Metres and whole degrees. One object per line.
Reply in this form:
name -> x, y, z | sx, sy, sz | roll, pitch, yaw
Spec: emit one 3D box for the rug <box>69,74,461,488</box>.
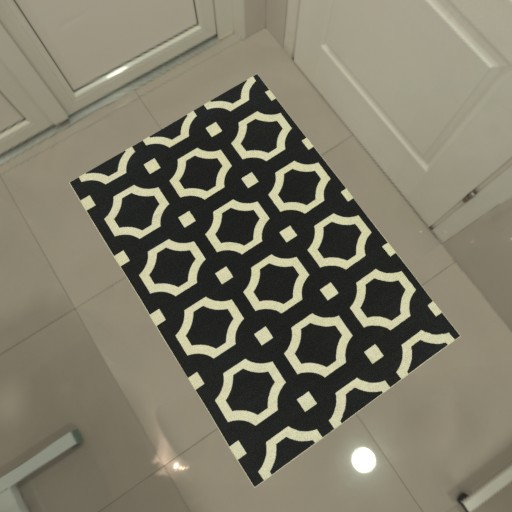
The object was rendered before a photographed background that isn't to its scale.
rug -> 0.000, 0.000, 2.898 | 1.555, 0.016, 2.286 | -33, 78, -8
